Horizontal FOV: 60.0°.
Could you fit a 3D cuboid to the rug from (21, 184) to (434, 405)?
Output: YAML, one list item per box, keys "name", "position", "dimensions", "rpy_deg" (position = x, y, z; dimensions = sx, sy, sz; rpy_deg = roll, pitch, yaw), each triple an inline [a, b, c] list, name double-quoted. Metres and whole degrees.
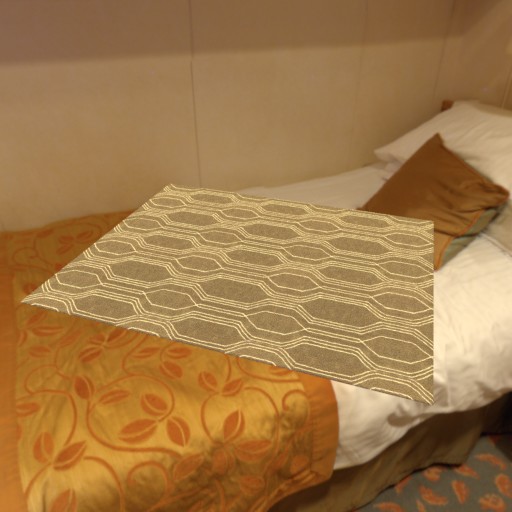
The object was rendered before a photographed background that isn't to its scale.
- name: "rug"
  position: [0.000, 0.000, 4.034]
  dimensions: [3.062, 0.012, 2.457]
  rpy_deg: [10, 34, 16]
